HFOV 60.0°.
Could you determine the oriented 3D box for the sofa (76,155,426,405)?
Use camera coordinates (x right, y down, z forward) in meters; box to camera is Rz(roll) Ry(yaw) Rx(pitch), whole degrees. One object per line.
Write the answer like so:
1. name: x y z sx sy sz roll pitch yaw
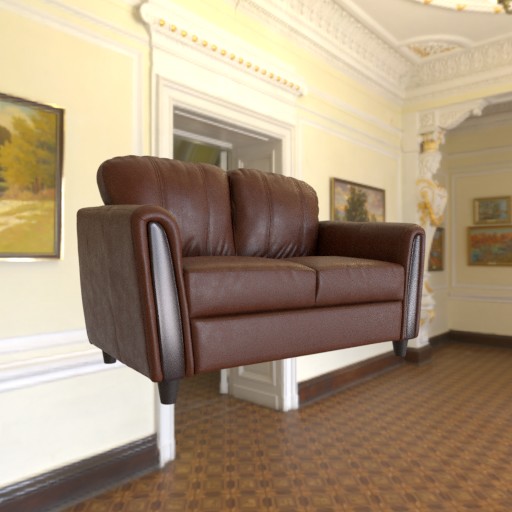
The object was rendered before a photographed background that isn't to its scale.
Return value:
1. sofa: 0.000 0.000 1.972 1.406 0.906 0.805 0 0 -35
